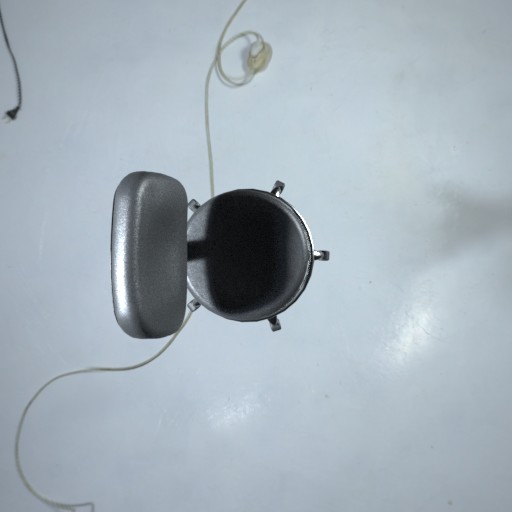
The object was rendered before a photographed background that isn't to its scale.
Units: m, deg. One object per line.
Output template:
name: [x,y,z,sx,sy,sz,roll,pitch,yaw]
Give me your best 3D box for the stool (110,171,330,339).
stool: [0.000,0.000,1.522,0.658,1.069,0.694,0,90,1]
